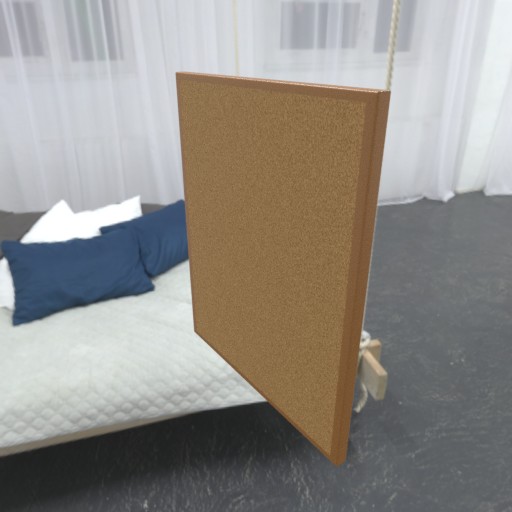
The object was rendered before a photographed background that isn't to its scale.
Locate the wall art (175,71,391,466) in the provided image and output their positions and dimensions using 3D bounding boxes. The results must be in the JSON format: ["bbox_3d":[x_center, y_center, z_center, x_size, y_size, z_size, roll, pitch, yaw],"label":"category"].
[{"bbox_3d":[0.000,0.000,0.743,0.022,0.553,0.452,-18,31,-33],"label":"wall art"}]
